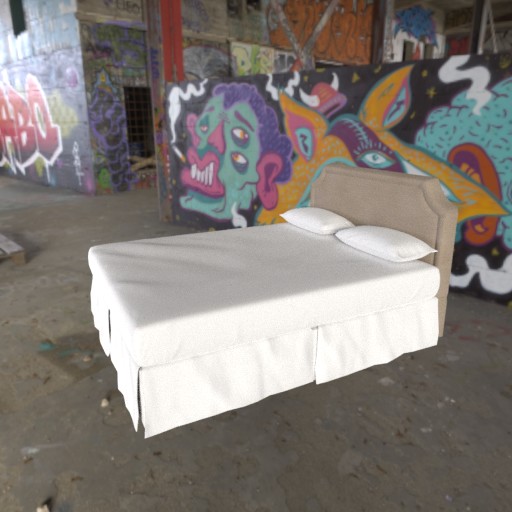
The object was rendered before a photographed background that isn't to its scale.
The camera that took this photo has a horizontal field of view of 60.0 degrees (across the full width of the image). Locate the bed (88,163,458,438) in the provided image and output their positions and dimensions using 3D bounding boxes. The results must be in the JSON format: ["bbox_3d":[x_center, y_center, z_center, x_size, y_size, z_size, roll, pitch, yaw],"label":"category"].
[{"bbox_3d":[0.000,0.000,3.648,2.498,1.293,1.977,-8,19,-26],"label":"bed"}]
